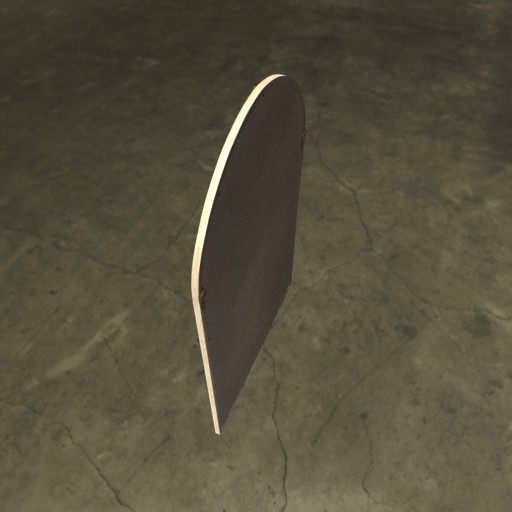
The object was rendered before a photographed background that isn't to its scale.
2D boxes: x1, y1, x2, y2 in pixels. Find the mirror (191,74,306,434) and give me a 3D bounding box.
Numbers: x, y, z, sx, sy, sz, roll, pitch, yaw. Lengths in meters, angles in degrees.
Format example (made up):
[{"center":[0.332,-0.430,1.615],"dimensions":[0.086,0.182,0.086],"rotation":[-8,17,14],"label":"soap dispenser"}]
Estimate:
[{"center":[0.000,0.000,1.148],"dimensions":[0.032,0.915,0.609],"rotation":[17,50,15],"label":"mirror"}]
